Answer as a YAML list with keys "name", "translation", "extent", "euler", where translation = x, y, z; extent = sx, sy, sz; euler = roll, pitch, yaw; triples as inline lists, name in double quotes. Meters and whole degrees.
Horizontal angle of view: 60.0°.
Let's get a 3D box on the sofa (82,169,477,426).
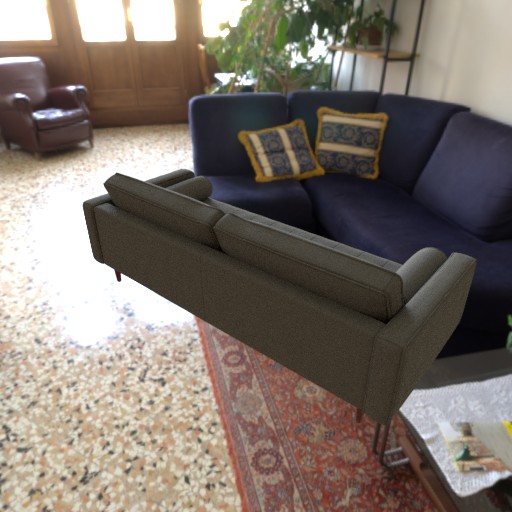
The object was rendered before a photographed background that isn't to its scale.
- name: "sofa"
  translation: [0.000, 0.000, 2.638]
  extent: [2.198, 0.762, 0.914]
  euler: [23, 37, 34]
